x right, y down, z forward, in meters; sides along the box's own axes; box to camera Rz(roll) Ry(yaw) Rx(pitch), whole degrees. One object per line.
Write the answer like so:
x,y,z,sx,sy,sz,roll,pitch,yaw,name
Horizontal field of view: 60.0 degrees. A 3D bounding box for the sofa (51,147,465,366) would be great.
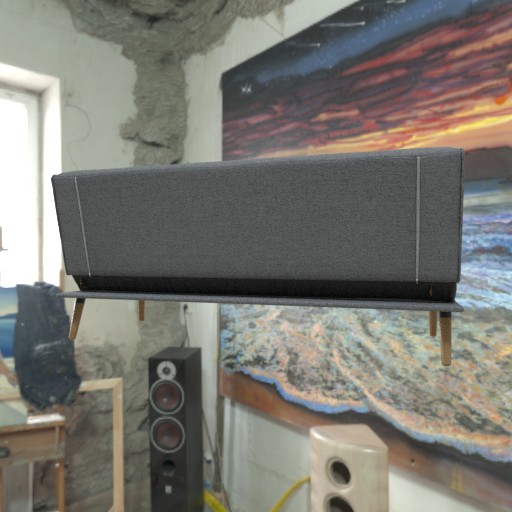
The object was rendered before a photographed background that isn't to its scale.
0.000,0.000,2.232,1.820,0.830,0.810,0,0,17,sofa
